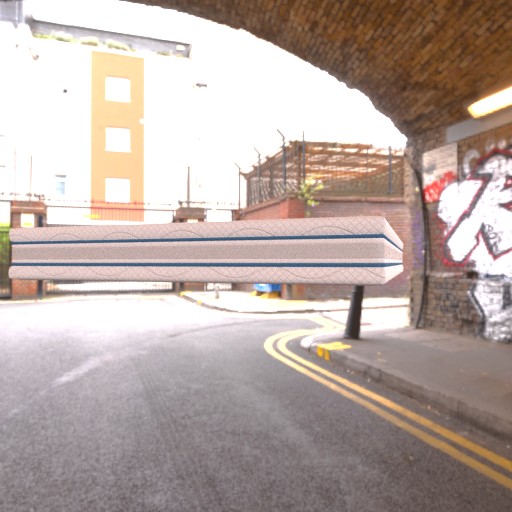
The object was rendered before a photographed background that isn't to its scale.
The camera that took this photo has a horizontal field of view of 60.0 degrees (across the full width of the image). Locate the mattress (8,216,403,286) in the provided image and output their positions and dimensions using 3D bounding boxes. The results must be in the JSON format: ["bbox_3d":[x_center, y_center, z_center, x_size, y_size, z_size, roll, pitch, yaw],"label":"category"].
[{"bbox_3d":[0.000,0.000,2.617,1.600,0.230,2.000,0,-1,20],"label":"mattress"}]
